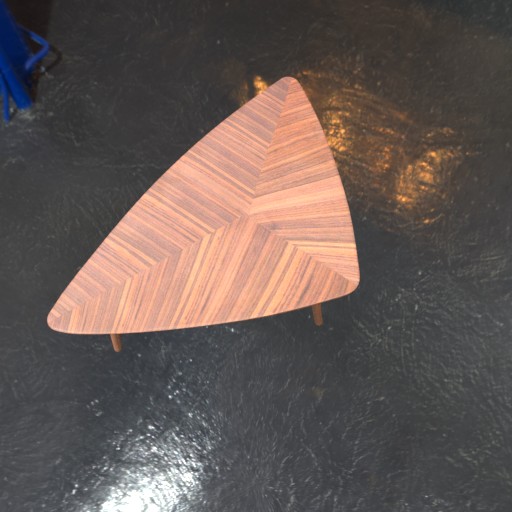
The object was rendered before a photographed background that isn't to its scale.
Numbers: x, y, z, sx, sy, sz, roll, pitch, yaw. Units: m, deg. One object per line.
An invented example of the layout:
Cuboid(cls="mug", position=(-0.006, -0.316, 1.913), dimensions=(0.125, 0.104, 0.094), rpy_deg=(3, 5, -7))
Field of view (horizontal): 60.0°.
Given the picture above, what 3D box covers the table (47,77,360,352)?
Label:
Cuboid(cls="table", position=(0.000, 0.000, 1.310), dimensions=(0.601, 0.365, 1.008), rpy_deg=(33, 67, 16))
